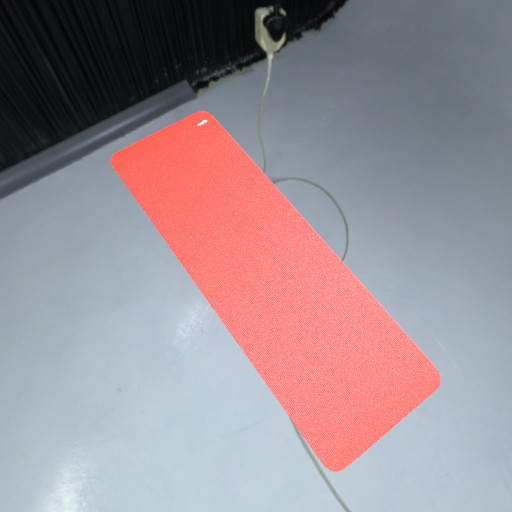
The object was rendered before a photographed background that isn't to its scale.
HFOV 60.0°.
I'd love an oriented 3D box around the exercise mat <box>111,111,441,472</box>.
[{"bbox_3d":[0.000,0.000,2.094,0.616,0.021,1.869,-32,68,-15],"label":"exercise mat"}]
